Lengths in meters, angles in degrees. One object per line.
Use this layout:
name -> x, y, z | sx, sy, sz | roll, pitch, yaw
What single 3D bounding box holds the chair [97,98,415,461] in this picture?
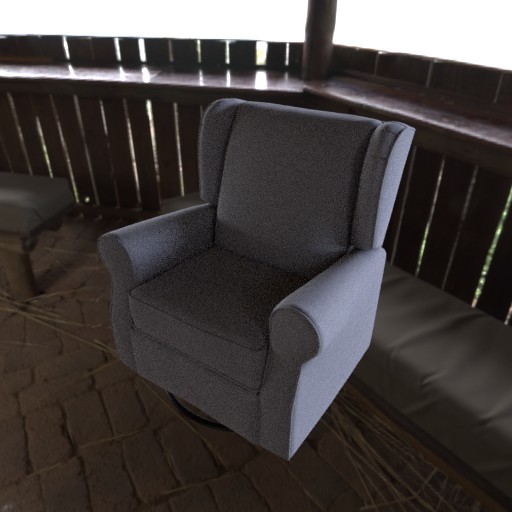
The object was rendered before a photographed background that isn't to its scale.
chair -> 0.000, 0.000, 1.666 | 0.906, 0.966, 0.854 | 19, 36, 29
